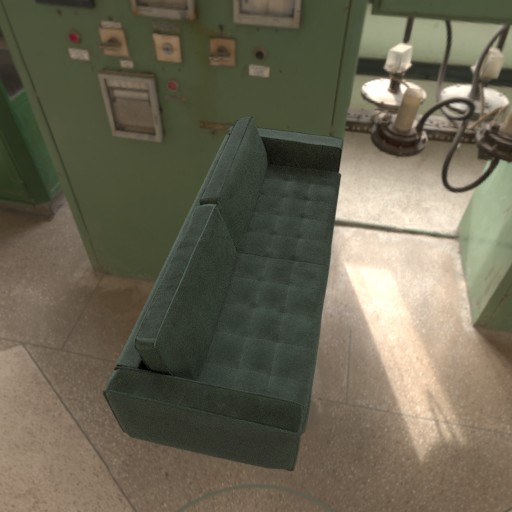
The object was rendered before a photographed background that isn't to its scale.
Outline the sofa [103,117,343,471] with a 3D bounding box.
[{"bbox_3d":[0.000,0.000,2.669,0.886,0.781,2.214,9,48,8],"label":"sofa"}]
